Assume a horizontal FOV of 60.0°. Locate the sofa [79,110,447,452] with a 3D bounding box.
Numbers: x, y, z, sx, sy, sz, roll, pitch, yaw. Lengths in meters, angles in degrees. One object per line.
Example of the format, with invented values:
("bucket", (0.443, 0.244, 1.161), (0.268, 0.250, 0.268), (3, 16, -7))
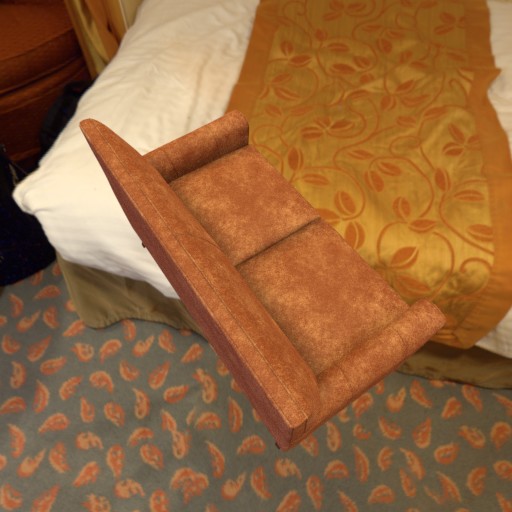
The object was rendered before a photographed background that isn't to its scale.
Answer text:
("sofa", (0.000, 0.000, 1.994), (0.787, 0.871, 1.473), (-30, 62, -18))
